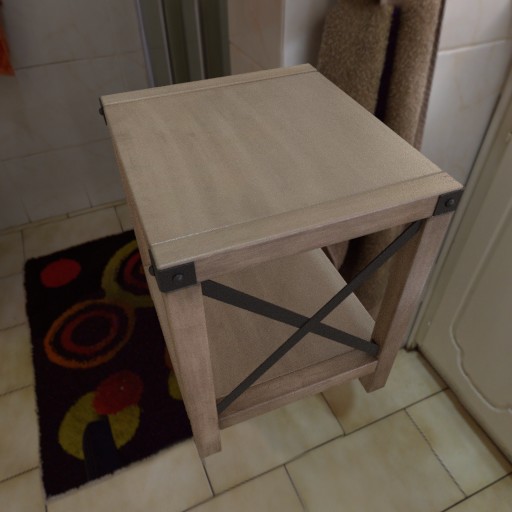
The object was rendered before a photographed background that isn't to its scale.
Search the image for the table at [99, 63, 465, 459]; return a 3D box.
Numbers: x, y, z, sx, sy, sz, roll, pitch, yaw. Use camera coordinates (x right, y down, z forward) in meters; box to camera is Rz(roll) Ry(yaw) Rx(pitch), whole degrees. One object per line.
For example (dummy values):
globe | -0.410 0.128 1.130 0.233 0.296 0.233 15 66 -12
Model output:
table | 0.000 0.000 0.928 0.459 0.561 0.510 -15 46 -15
